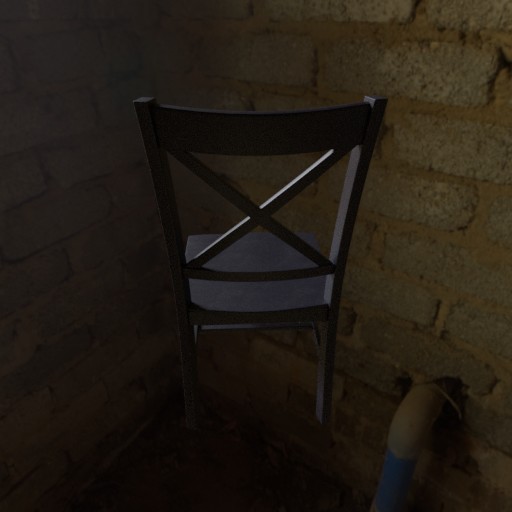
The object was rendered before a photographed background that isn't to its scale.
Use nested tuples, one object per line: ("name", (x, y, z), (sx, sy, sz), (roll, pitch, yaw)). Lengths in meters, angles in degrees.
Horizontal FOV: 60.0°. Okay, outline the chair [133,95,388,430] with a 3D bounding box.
("chair", (0.000, 0.000, 1.303), (0.485, 0.983, 0.542), (-1, 31, -2))
